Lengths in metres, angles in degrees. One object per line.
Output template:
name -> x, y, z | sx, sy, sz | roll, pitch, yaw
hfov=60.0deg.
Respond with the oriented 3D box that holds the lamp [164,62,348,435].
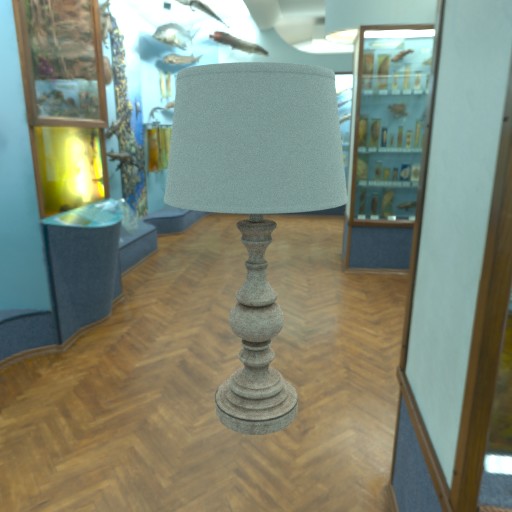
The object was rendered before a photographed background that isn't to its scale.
lamp -> 0.000, 0.000, 0.860 | 0.340, 0.678, 0.340 | 0, 15, 0
